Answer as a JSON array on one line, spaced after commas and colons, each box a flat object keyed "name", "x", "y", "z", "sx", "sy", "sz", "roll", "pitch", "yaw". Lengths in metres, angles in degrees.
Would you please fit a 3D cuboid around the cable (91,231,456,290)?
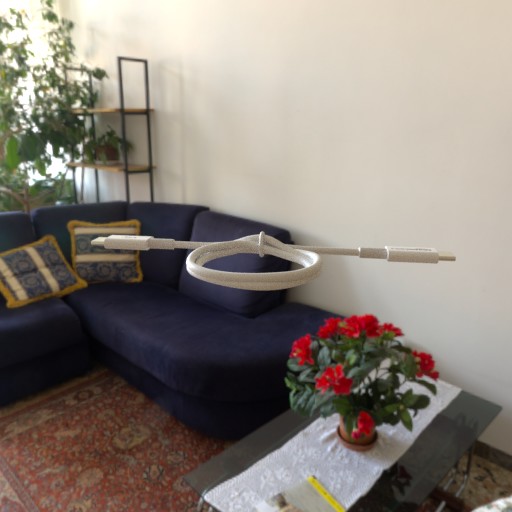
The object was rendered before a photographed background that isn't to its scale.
[{"name": "cable", "x": 0.000, "y": 0.000, "z": 0.224, "sx": 0.203, "sy": 0.014, "sz": 0.070, "roll": 3, "pitch": 17, "yaw": 8}]
